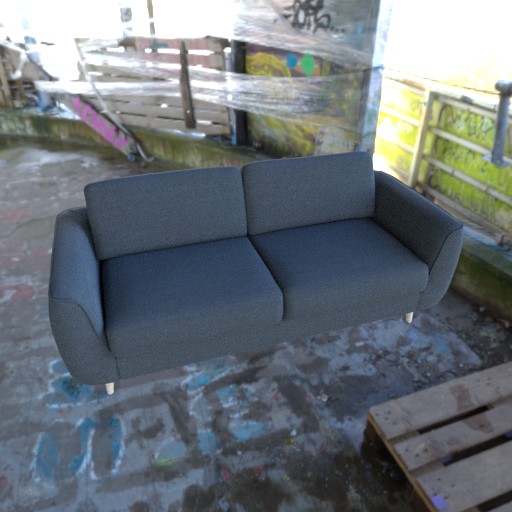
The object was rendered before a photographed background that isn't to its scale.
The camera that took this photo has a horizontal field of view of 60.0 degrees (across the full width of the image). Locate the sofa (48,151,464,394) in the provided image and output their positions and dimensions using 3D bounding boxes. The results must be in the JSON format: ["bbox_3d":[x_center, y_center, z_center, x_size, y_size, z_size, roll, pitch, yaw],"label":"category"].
[{"bbox_3d":[0.000,0.000,2.397,2.000,0.850,0.920,-10,33,-15],"label":"sofa"}]
